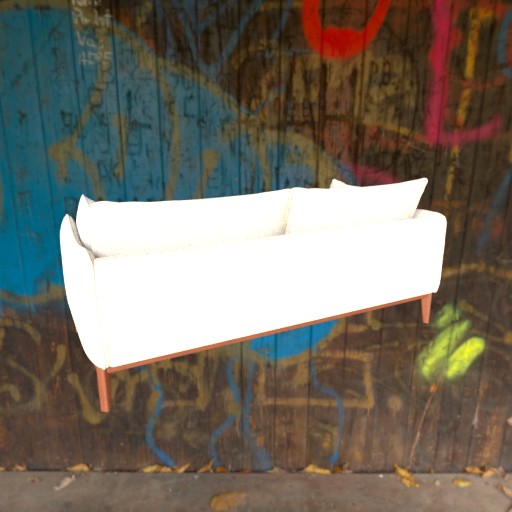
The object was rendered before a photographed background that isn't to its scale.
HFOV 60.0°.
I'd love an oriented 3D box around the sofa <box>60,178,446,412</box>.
[{"bbox_3d":[0.000,0.000,2.512,1.989,0.860,0.991,-8,18,-27],"label":"sofa"}]
